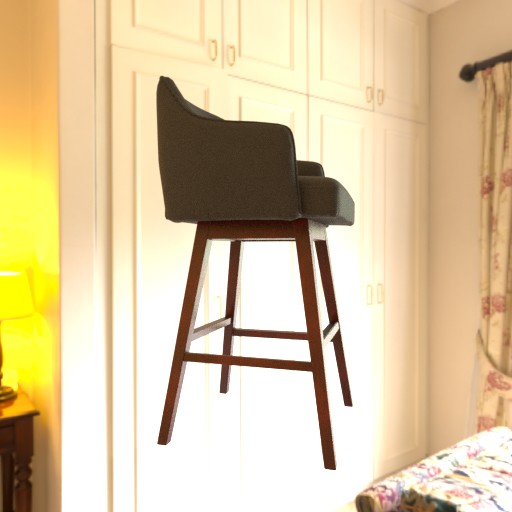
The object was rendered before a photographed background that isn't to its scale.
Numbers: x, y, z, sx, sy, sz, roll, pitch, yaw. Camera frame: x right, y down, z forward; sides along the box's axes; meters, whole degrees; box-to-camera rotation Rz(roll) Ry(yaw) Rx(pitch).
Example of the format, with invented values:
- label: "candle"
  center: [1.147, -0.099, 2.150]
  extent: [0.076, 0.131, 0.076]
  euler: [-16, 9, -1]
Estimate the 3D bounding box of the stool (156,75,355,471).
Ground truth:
- label: "stool"
  center: [0.000, 0.000, 1.351]
  extent: [0.558, 1.012, 0.548]
  euler: [0, 1, 17]
